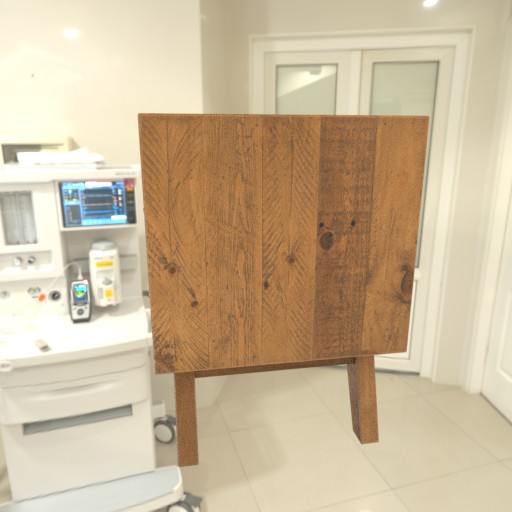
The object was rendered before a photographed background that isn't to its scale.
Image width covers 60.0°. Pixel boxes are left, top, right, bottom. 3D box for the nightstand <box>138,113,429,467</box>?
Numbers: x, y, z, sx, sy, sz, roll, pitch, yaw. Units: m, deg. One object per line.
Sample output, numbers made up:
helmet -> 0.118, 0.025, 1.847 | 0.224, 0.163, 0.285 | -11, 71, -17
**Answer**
nightstand -> 0.000, 0.000, 1.032 | 0.450, 0.599, 0.650 | -3, 15, -10
